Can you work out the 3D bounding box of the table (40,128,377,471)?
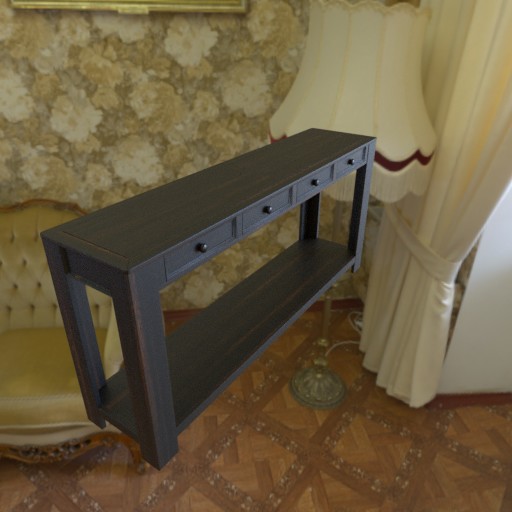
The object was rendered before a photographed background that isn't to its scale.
[{"bbox_3d":[0.000,0.000,1.942,0.384,0.762,1.631,18,34,30],"label":"table"}]
